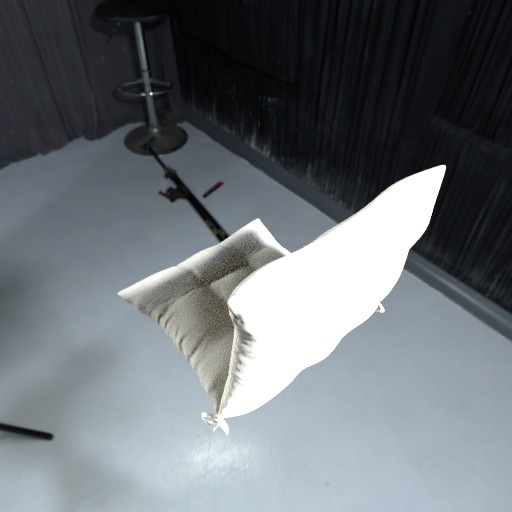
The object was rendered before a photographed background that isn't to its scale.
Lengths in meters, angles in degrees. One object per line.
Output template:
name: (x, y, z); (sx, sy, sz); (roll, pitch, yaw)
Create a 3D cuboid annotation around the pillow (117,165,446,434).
pillow: (0.000, 0.000, 1.018); (0.541, 0.536, 0.585); (-31, 53, -27)
